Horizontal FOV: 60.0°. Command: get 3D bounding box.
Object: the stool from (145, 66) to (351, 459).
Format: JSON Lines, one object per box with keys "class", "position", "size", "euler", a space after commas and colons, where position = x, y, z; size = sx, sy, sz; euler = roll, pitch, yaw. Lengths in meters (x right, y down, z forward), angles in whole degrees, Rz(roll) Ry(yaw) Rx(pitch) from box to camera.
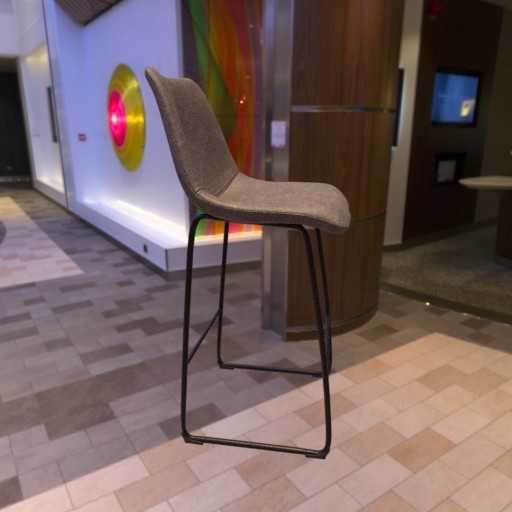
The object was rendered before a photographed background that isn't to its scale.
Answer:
{"class": "stool", "position": [0.000, 0.000, 1.394], "size": [0.561, 1.082, 0.514], "euler": [3, 17, 9]}
